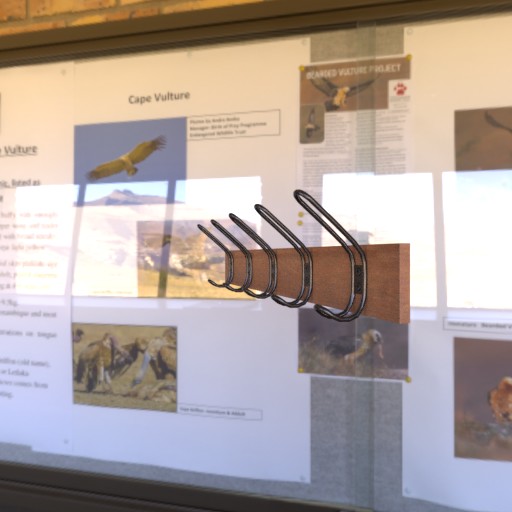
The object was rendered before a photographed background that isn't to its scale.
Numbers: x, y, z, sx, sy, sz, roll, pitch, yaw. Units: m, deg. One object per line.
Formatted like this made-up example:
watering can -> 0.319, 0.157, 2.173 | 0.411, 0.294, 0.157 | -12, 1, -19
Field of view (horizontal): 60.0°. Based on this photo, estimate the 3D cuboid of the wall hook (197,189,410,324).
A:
wall hook -> 0.000, 0.000, 0.607 | 0.076, 0.116, 0.554 | 0, 0, -18
